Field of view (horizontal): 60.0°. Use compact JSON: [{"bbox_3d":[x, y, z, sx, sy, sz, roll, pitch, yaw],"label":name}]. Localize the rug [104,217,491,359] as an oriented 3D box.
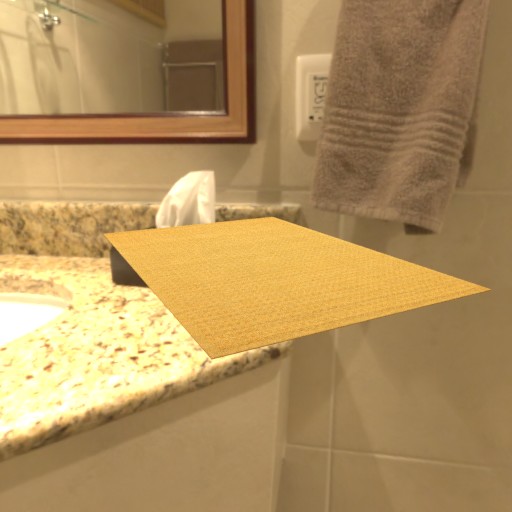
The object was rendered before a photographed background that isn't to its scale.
[{"bbox_3d":[0.000,0.000,3.709,1.981,0.006,2.895,-8,18,-27],"label":"rug"}]
